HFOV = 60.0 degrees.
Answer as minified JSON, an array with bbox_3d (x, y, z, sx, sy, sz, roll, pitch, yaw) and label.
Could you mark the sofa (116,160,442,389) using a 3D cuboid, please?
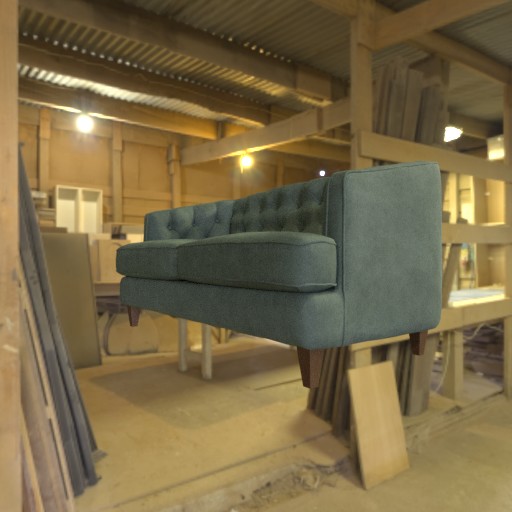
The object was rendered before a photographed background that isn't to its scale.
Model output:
[{"bbox_3d":[0.000,0.000,2.284,0.941,0.855,1.733,0,0,-36],"label":"sofa"}]
